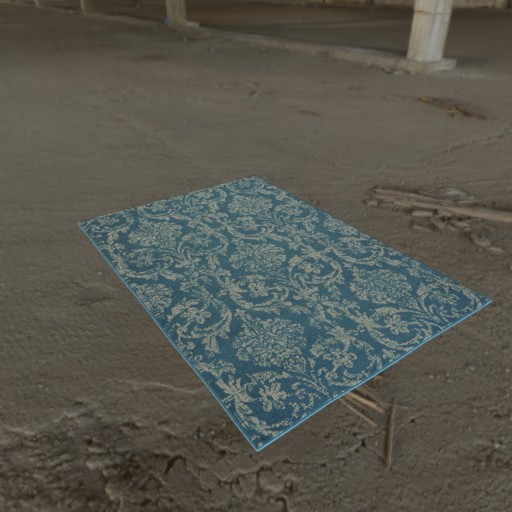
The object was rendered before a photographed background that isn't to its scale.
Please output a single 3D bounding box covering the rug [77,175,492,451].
[{"bbox_3d":[0.000,0.000,2.761,1.554,0.012,2.205,-21,37,-29],"label":"rug"}]
